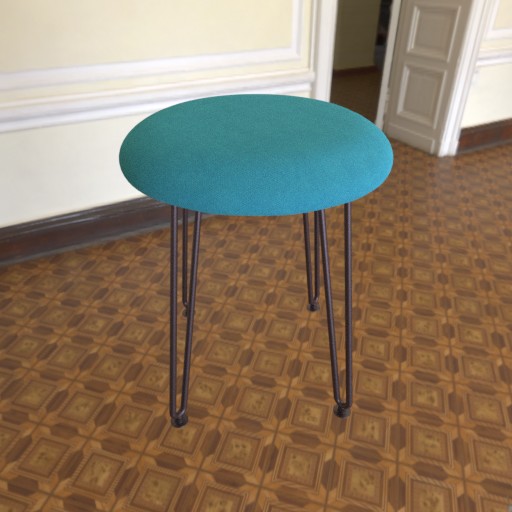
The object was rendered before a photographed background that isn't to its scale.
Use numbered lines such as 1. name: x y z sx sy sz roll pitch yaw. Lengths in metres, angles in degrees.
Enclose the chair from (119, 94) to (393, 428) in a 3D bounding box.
1. chair: 0.000 0.000 0.678 0.350 0.430 0.350 -9 34 -13
